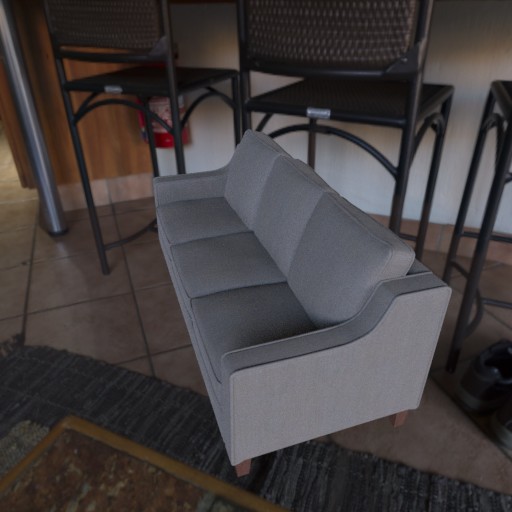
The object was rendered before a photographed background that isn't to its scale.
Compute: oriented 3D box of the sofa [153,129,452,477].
[{"bbox_3d":[0.000,0.000,2.534,0.911,0.974,1.986,-10,32,-16],"label":"sofa"}]
